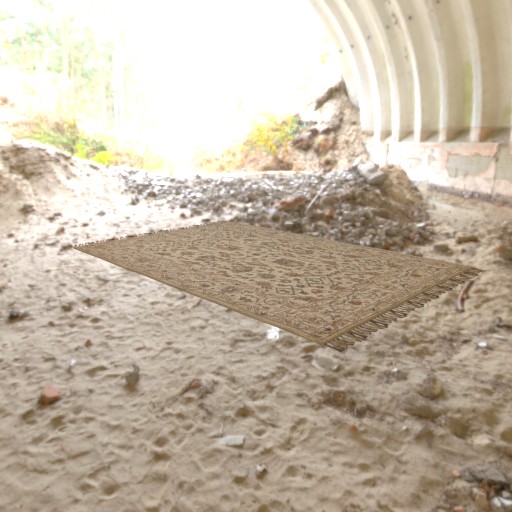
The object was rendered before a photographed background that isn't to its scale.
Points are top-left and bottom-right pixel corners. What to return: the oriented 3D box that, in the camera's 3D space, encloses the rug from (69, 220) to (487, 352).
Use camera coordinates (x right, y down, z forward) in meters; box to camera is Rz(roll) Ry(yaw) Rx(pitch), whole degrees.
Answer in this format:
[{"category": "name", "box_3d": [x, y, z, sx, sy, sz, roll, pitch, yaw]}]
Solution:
[{"category": "rug", "box_3d": [0.000, 0.000, 2.989, 2.434, 0.027, 1.529, 14, 20, 43]}]
